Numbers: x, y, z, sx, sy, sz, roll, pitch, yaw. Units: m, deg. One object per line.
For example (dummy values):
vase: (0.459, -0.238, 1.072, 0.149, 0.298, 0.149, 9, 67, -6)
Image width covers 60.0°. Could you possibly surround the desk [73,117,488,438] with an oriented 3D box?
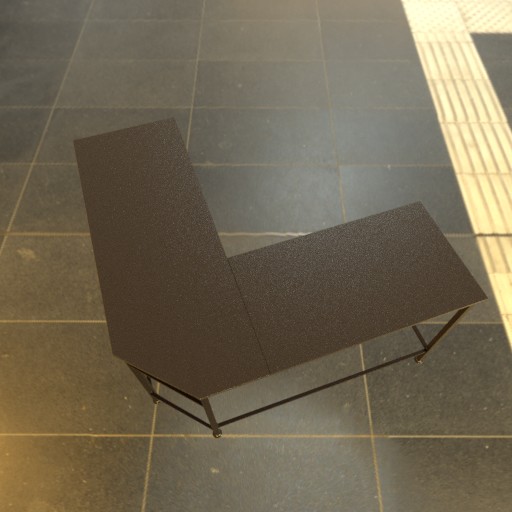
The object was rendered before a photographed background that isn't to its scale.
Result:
desk: (0.000, 0.000, 2.214, 1.379, 0.739, 1.379, -17, 59, -10)
